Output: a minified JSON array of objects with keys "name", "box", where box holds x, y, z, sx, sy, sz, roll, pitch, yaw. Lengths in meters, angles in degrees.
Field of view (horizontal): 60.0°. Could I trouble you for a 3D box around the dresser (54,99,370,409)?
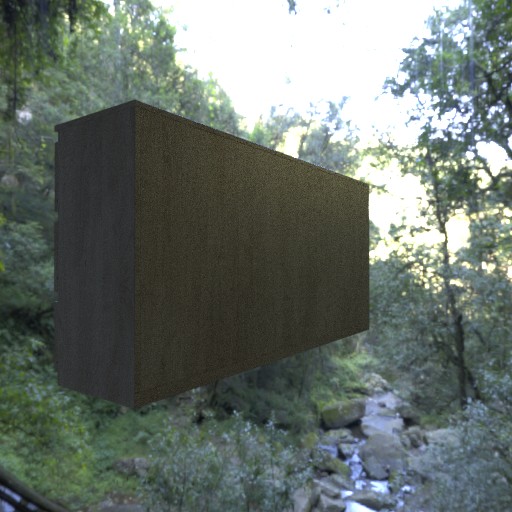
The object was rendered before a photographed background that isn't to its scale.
[{"name":"dresser","box":[0.000,0.000,1.891,0.390,0.795,1.590,0,-1,36]}]
